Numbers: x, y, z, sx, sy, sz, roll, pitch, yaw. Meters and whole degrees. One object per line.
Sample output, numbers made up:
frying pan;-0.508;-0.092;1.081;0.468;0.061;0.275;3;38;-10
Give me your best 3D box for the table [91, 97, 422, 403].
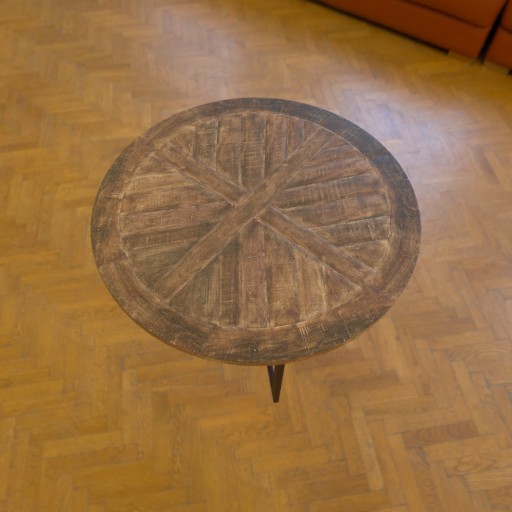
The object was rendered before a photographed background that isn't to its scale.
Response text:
table;0.000;0.000;2.046;1.264;0.762;1.264;0;58;0
